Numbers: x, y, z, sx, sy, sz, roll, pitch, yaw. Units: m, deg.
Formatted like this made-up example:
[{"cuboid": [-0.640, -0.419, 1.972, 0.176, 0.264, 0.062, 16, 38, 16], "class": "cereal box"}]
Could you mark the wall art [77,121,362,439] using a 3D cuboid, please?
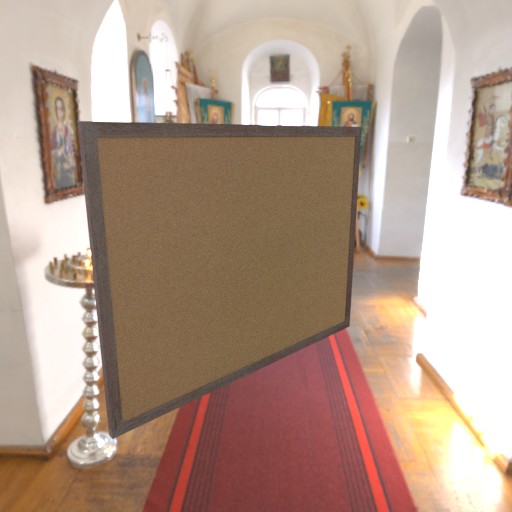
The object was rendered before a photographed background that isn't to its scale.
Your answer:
[{"cuboid": [0.000, 0.000, 1.364, 1.012, 0.774, 0.019, -14, 20, -41], "class": "wall art"}]
